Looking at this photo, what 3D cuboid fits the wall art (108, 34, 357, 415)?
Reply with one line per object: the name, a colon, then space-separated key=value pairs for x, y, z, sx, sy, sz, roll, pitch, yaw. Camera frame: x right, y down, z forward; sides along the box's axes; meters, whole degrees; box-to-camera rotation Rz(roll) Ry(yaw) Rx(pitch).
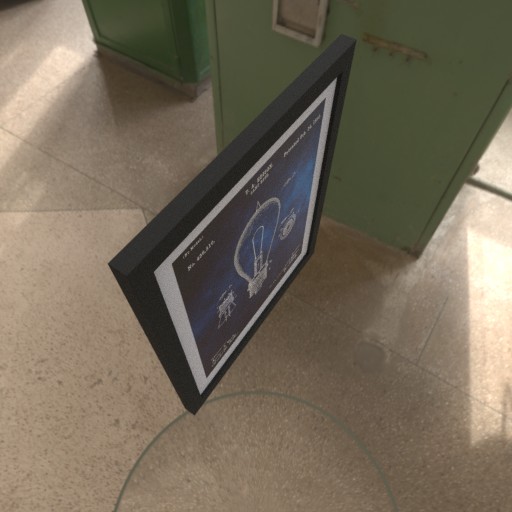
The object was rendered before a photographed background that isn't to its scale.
wall art: x=0.000 y=0.000 z=0.692 sx=0.023 sy=0.505 sz=0.428 roll=30 pitch=62 yaw=18
